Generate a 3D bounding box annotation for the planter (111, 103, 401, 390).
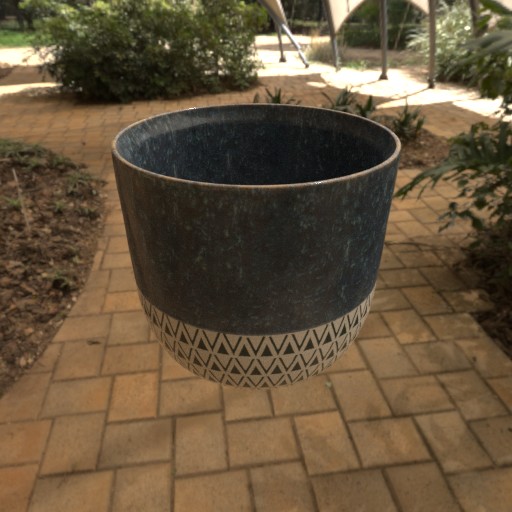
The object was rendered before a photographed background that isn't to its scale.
[{"bbox_3d":[0.000,0.000,0.489,0.266,0.270,0.266,0,31,0],"label":"planter"}]
